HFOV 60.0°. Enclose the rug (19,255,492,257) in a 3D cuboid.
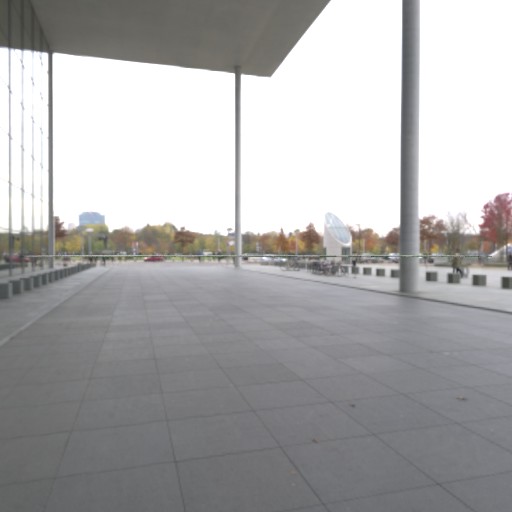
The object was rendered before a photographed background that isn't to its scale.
[{"bbox_3d":[0.000,0.000,2.661,2.438,0.006,0.761,0,0,0],"label":"rug"}]
